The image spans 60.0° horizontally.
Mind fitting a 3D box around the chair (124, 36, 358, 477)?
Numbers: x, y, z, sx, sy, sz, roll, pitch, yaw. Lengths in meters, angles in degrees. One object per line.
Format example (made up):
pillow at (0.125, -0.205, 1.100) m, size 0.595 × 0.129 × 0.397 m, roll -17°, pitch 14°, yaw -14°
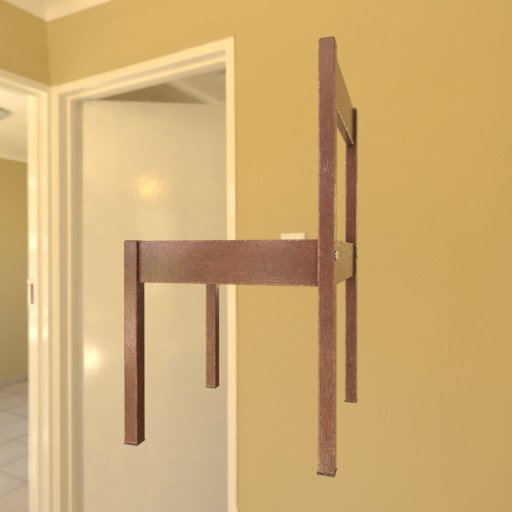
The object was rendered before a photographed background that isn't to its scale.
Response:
chair at (0.000, 0.000, 0.685) m, size 0.285 × 0.505 × 0.285 m, roll 0°, pitch 0°, yaw 18°
